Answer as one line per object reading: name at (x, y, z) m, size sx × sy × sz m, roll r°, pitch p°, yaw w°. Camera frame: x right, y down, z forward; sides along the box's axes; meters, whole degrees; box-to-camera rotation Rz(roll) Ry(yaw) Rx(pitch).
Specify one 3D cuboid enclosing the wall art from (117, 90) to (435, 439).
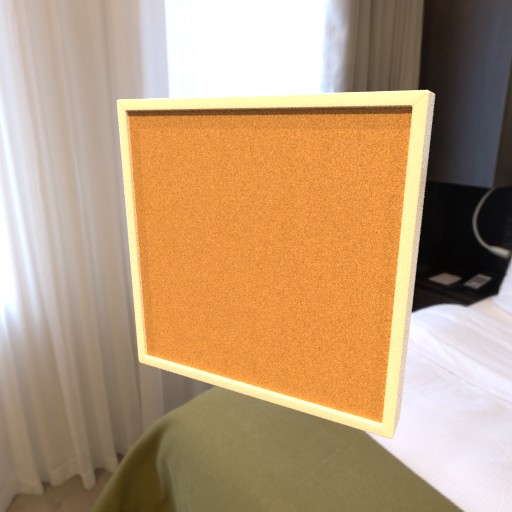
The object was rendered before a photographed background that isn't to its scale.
wall art at (0.000, 0.000, 0.450) m, size 0.305 × 0.305 × 0.038 m, roll 8°, pitch 19°, yaw 26°
